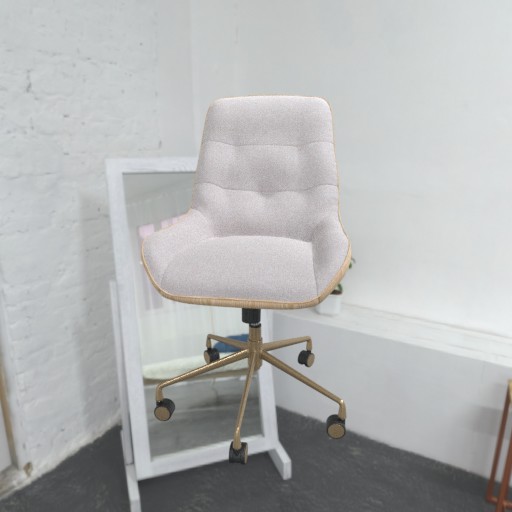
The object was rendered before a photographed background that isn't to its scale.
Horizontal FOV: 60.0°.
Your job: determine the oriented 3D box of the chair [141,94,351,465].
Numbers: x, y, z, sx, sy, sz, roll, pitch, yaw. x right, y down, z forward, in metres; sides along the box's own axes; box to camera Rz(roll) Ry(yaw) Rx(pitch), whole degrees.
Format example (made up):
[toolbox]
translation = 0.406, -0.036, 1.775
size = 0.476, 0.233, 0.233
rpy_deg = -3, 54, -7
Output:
[chair]
translation = 0.000, 0.000, 1.326
size = 0.564, 0.952, 0.668
rpy_deg = 2, 16, 8
